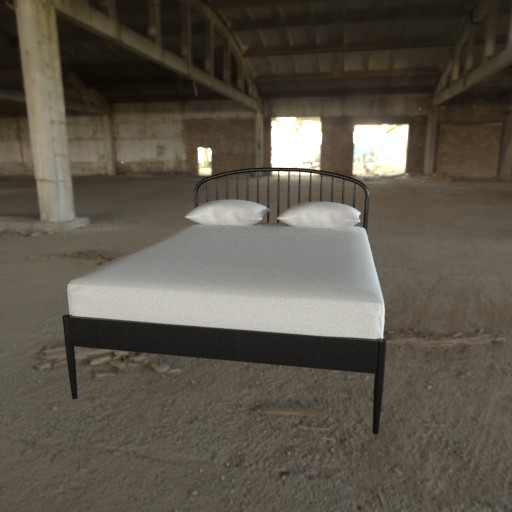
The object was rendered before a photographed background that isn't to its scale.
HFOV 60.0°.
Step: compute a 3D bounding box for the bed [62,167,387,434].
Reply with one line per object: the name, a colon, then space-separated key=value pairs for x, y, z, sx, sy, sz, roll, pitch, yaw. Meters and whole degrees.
bed: x=0.000 y=0.000 z=3.124 sx=1.618 sy=1.166 sz=2.159 roll=3 pitch=13 yaw=11
